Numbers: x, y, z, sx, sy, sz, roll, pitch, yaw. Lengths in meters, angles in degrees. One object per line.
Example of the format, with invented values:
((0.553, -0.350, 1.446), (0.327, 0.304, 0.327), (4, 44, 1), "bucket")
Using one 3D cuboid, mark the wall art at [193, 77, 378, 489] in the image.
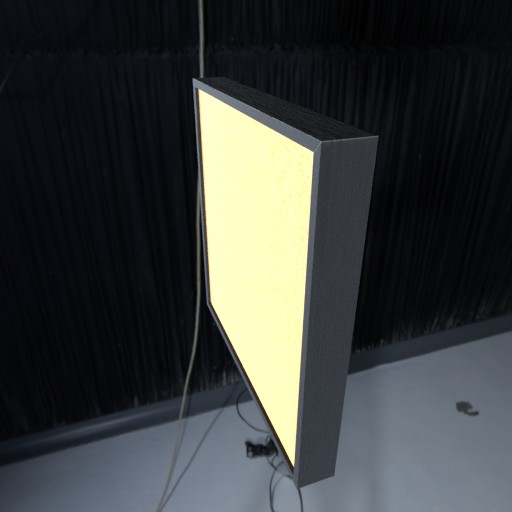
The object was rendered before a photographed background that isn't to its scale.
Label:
((0.000, 0.000, 0.449), (0.037, 0.305, 0.305), (-10, 30, -18), "wall art")
